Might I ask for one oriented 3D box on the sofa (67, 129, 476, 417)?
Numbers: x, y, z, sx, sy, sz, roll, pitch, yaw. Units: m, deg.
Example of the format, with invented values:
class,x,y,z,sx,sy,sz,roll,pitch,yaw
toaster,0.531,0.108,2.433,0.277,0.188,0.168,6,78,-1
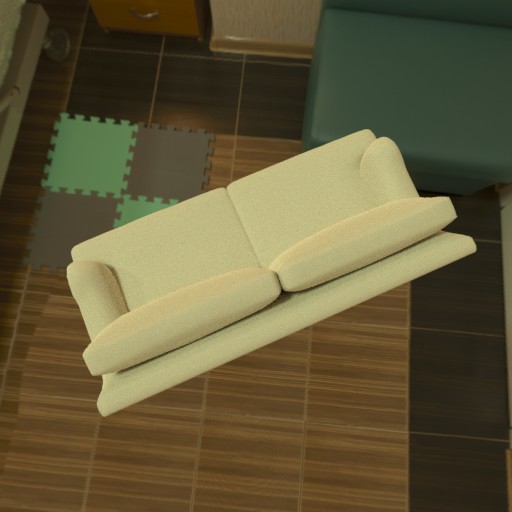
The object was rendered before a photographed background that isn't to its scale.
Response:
class,x,y,z,sx,sy,sz,roll,pitch,yaw
sofa,0.000,0.000,2.770,2.159,1.087,1.086,-23,77,-6
